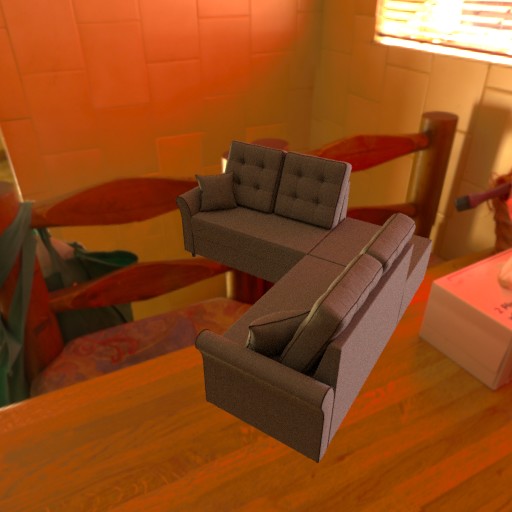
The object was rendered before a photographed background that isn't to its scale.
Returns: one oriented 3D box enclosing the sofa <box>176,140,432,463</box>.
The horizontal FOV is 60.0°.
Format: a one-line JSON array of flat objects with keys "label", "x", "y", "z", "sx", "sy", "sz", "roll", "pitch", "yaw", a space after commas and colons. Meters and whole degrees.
[{"label": "sofa", "x": 0.000, "y": 0.000, "z": 3.288, "sx": 2.068, "sy": 0.988, "sz": 2.070, "roll": 19, "pitch": 37, "yaw": 28}]
